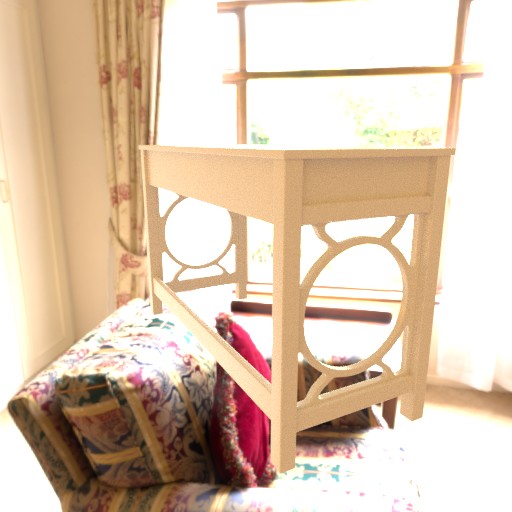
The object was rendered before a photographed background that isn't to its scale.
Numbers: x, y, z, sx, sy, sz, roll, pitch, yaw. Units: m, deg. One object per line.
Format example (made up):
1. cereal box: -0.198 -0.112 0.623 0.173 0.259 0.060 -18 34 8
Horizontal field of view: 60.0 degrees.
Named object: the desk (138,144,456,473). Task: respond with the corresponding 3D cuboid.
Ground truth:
1. desk: 0.000 0.000 1.584 0.504 0.762 1.191 -8 16 -27
